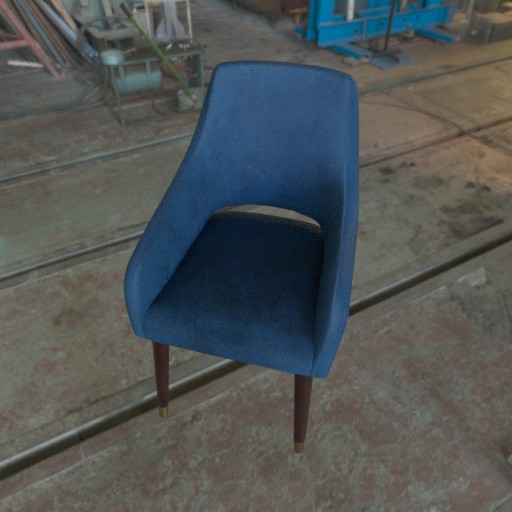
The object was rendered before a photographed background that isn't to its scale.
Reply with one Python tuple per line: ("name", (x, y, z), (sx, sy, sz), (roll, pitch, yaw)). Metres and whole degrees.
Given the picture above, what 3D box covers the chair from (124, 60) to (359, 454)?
("chair", (0.000, 0.000, 1.563), (0.683, 1.081, 0.794), (10, 42, 11))
